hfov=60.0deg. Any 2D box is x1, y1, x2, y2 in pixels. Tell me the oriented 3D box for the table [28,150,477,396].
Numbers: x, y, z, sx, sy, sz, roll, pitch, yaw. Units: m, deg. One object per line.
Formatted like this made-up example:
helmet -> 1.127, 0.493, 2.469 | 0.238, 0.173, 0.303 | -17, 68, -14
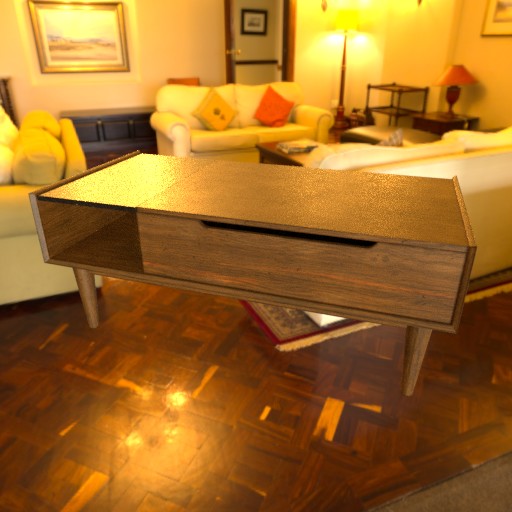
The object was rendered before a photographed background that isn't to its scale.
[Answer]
table -> 0.000, 0.000, 1.513 | 1.221, 0.508, 0.610 | 8, 27, 16
